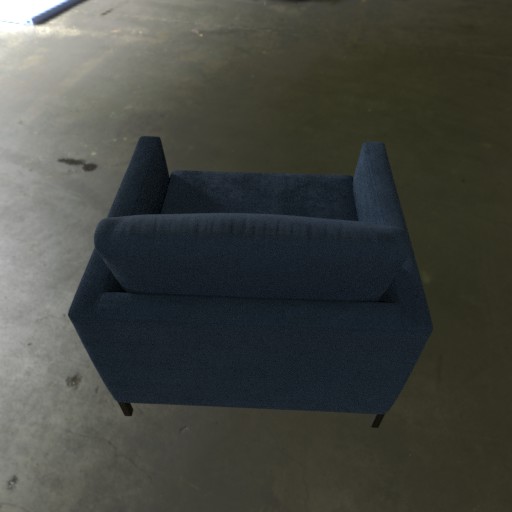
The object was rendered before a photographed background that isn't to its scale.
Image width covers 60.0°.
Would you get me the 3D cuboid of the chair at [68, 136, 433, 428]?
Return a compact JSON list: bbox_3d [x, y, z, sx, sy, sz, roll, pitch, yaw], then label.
[{"bbox_3d":[0.000,0.000,1.564,0.964,0.812,0.875,2,47,2],"label":"chair"}]
